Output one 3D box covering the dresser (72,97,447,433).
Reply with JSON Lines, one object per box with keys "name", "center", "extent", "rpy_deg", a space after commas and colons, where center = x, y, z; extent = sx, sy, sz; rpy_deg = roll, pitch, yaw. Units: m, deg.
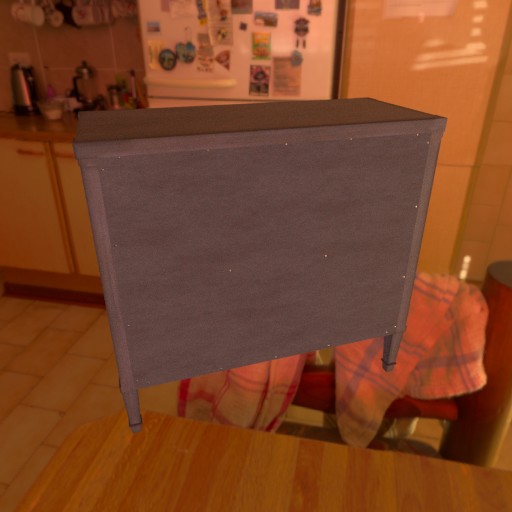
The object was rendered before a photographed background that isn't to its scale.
{"name": "dresser", "center": [0.000, 0.000, 1.597], "extent": [1.049, 0.986, 0.463], "rpy_deg": [-8, 29, -16]}
